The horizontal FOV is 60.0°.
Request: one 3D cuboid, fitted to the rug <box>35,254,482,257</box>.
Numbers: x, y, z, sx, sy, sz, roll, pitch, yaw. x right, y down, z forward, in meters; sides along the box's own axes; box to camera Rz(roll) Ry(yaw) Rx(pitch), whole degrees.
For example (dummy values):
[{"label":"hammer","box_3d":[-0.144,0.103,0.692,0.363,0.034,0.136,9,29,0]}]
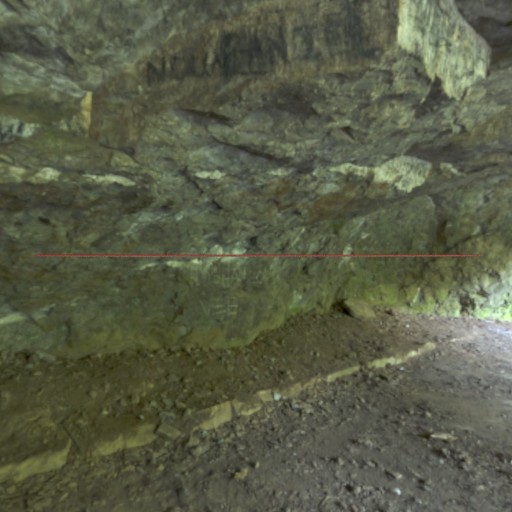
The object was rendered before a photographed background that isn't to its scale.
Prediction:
[{"label":"rug","box_3d":[0.000,0.000,4.203,3.053,0.013,2.387,0,0,-2]}]
